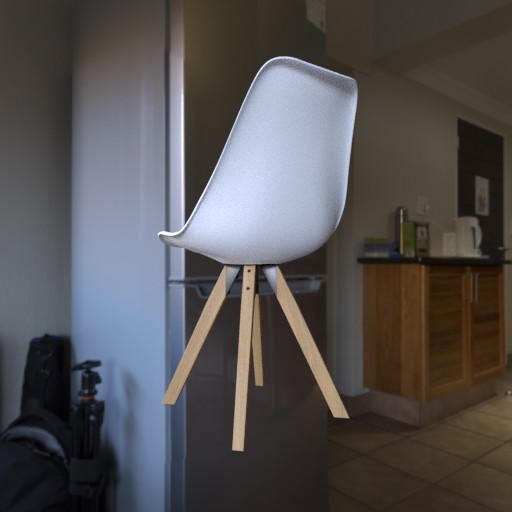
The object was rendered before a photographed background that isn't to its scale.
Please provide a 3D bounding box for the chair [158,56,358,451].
[{"bbox_3d":[0.000,0.000,1.209,0.485,0.849,0.550,0,0,-36],"label":"chair"}]
